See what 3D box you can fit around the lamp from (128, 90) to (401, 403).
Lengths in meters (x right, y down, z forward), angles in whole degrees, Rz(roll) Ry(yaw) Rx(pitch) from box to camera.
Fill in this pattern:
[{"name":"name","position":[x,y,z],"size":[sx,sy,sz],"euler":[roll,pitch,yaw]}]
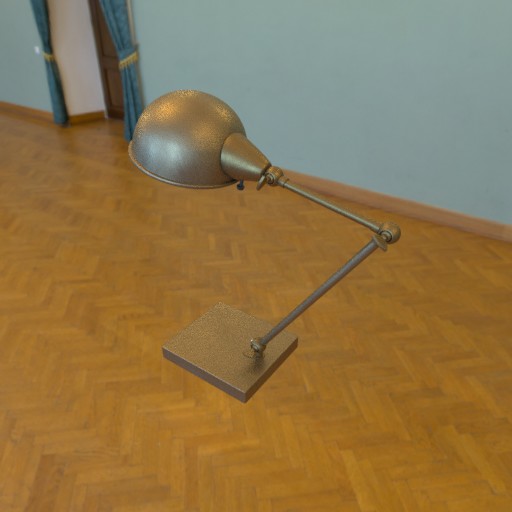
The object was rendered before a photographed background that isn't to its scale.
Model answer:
[{"name":"lamp","position":[0.000,0.000,0.552],"size":[0.339,0.371,0.149],"euler":[20,36,30]}]
